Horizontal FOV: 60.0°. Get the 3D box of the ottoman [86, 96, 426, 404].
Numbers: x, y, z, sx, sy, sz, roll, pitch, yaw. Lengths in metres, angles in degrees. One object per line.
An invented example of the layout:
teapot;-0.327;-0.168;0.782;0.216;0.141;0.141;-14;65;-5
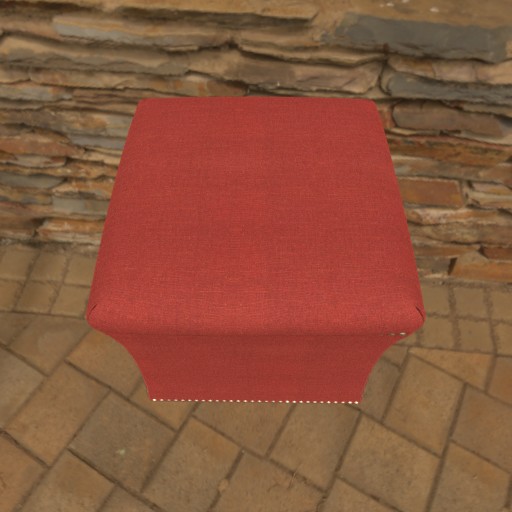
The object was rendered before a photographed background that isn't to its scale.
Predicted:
ottoman;0.000;0.000;0.913;0.497;0.475;0.507;1;56;0
